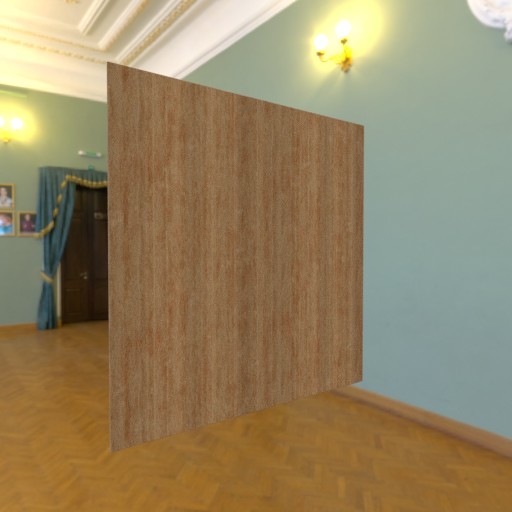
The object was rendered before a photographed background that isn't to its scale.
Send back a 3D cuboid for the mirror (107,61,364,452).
[{"bbox_3d":[0.000,0.000,0.952,0.651,0.651,0.047,-1,2,-37],"label":"mirror"}]
